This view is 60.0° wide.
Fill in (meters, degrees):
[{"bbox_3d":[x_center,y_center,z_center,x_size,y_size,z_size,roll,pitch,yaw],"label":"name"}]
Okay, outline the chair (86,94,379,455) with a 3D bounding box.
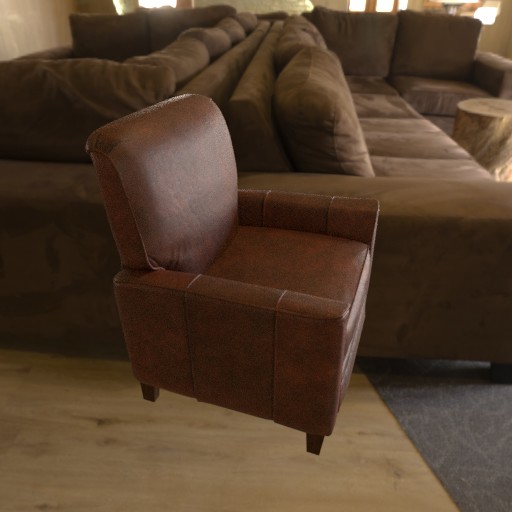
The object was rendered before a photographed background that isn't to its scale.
[{"bbox_3d":[0.000,0.000,1.671,0.836,1.043,0.843,11,33,17],"label":"chair"}]
